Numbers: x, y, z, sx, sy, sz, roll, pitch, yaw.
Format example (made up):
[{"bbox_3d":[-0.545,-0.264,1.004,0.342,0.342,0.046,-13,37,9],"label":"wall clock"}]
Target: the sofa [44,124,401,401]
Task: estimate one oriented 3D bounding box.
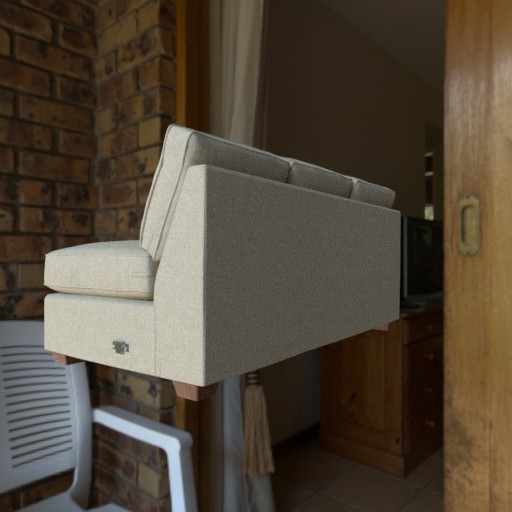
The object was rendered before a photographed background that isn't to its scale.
[{"bbox_3d":[0.000,0.000,2.499,1.027,0.973,1.962,0,0,36],"label":"sofa"}]
